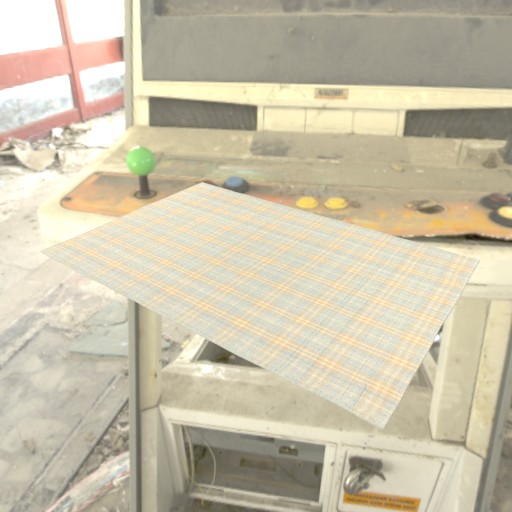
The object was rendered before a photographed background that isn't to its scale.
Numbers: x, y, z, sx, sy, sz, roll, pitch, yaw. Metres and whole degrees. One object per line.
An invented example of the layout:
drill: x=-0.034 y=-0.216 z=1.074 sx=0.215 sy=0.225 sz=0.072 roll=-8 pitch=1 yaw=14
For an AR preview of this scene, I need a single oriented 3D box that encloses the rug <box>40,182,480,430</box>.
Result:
rug: x=0.000 y=0.000 z=2.213 sx=1.835 sy=0.012 sz=1.231 roll=20 pitch=36 yaw=31
